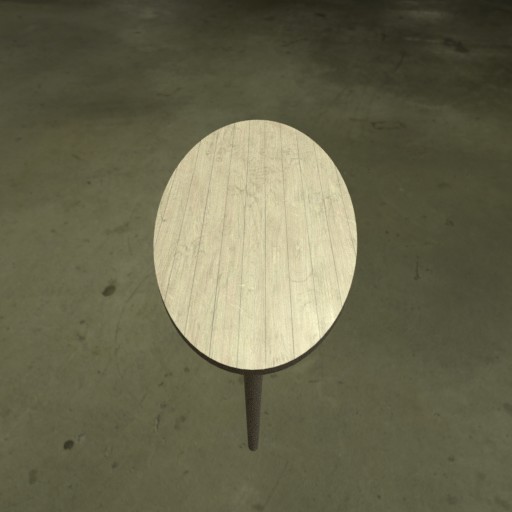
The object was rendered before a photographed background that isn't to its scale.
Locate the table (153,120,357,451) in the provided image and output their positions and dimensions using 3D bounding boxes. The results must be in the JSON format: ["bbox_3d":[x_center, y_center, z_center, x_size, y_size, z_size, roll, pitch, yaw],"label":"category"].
[{"bbox_3d":[0.000,0.000,1.375,0.542,0.390,1.083,1,42,1],"label":"table"}]
